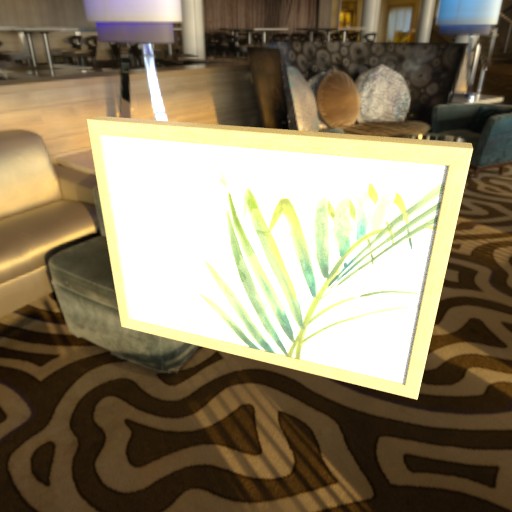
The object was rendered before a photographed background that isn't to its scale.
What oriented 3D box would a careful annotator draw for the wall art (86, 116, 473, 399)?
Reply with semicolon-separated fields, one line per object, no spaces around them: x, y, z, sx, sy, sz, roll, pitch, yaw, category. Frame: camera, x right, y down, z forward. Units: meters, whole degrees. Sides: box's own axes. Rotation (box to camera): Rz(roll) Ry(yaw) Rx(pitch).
0.000;0.000;0.682;0.533;0.381;0.032;10;29;18;wall art
